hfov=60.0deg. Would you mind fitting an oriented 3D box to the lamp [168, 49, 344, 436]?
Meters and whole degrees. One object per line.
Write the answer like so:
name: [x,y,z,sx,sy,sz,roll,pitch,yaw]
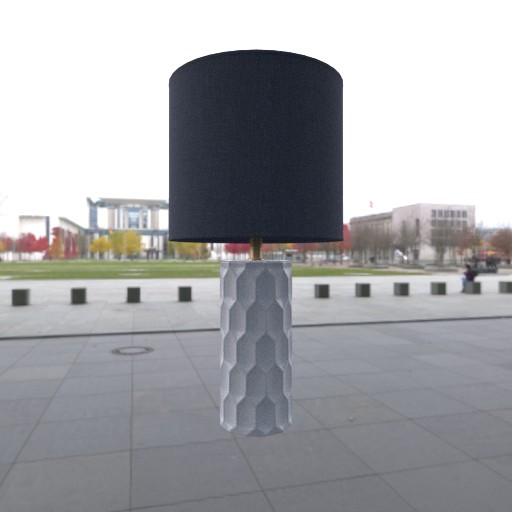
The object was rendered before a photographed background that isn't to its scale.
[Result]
lamp: [0.000,0.000,0.712,0.277,0.537,0.277,0,0,0]
